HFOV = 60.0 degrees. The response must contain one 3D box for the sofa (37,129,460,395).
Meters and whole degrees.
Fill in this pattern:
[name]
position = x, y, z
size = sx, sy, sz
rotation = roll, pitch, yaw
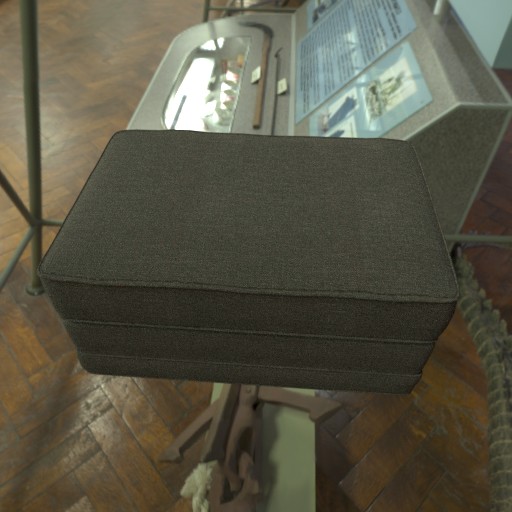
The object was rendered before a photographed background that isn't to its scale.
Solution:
[sofa]
position = 0.000, 0.000, 1.193
size = 0.854, 0.457, 0.578
rotation = 3, 46, 3
